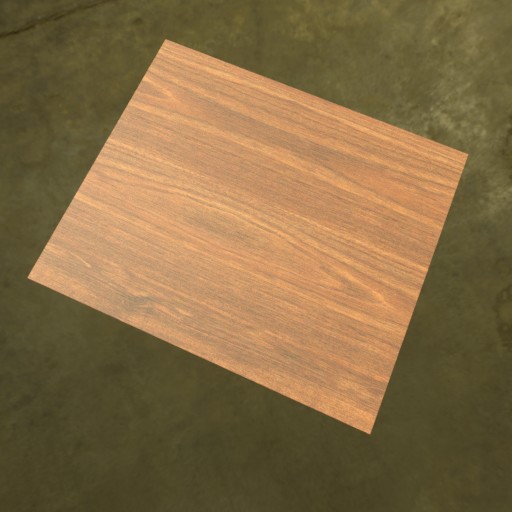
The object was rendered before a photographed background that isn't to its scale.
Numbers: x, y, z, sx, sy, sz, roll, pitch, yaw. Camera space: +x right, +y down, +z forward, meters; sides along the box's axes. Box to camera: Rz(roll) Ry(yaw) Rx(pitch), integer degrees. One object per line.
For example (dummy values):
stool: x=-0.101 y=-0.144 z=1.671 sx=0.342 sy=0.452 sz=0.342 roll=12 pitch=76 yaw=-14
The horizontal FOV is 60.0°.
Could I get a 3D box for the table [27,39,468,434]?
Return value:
table: x=0.000 y=0.000 z=1.141 sx=0.660 sy=0.635 sz=0.559 roll=23 pitch=77 yaw=6
